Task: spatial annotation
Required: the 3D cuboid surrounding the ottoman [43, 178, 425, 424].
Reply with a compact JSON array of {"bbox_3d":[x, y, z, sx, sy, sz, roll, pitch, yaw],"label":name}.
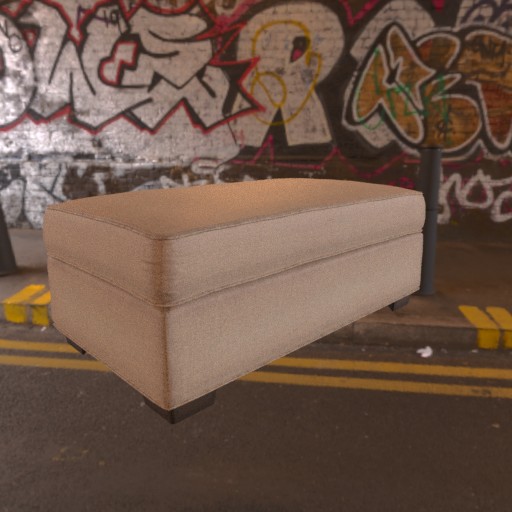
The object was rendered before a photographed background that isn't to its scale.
[{"bbox_3d":[0.000,0.000,1.422,1.097,0.448,0.617,-14,20,-42],"label":"ottoman"}]
